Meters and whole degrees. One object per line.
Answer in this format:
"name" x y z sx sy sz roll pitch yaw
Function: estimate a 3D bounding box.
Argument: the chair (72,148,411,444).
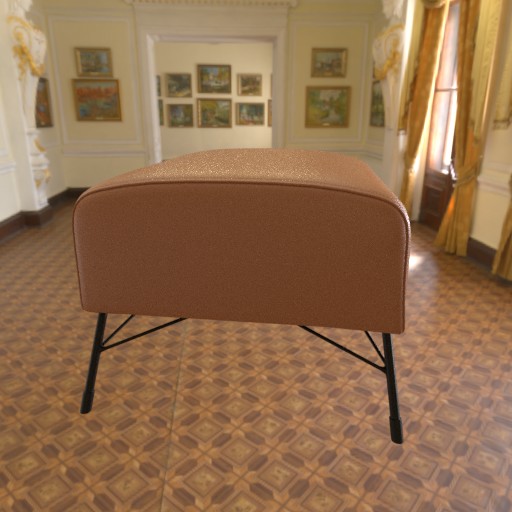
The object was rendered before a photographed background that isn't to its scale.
"chair" 0.000 0.000 0.895 0.530 0.410 0.530 2 18 8
